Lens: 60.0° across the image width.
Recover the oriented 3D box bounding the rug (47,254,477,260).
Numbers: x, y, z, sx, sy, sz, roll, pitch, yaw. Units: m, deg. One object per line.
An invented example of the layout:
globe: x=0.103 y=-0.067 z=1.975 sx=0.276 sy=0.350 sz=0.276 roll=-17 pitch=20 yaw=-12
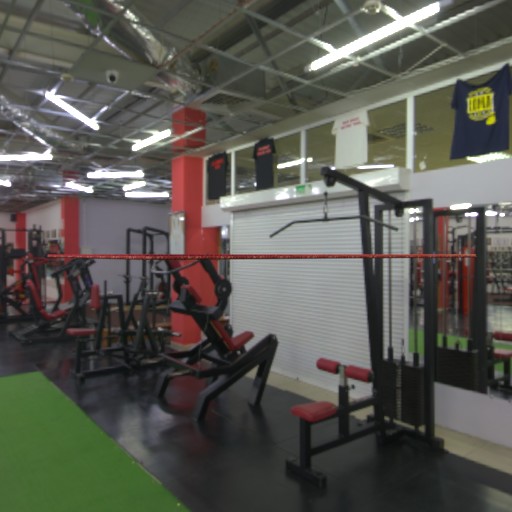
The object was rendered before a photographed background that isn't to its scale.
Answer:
rug: x=0.000 y=0.000 z=3.818 sx=2.905 sy=0.028 sz=2.340 roll=0 pitch=0 yaw=-36
